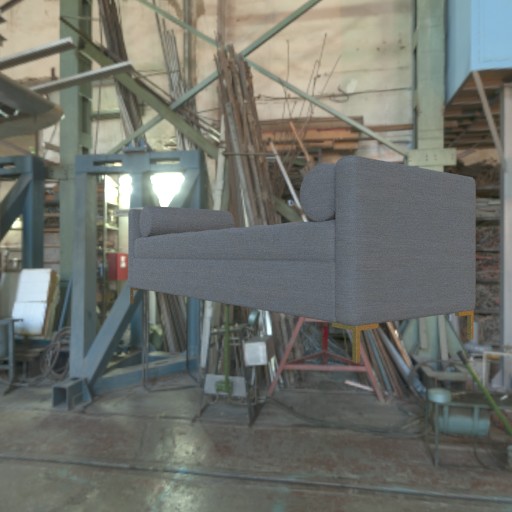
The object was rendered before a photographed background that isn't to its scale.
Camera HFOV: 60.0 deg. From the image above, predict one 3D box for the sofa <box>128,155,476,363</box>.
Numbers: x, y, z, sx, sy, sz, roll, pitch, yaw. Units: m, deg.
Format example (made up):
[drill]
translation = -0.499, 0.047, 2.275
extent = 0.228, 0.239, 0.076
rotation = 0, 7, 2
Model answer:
[sofa]
translation = 0.000, 0.000, 2.314
extent = 0.686, 0.635, 1.981
rotation = 0, 0, -35
